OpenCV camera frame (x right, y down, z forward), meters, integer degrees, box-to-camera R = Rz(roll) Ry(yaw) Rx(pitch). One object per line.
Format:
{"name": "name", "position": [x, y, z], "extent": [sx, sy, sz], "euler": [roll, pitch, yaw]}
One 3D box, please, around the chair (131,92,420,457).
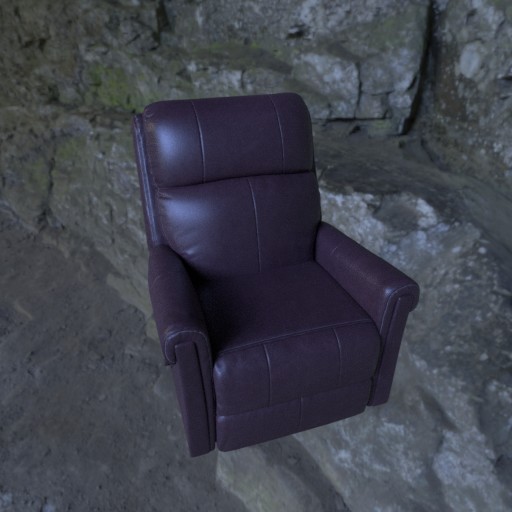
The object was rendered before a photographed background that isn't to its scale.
{"name": "chair", "position": [0.000, 0.000, 1.716], "extent": [0.838, 1.054, 1.014], "euler": [-9, 32, -15]}
